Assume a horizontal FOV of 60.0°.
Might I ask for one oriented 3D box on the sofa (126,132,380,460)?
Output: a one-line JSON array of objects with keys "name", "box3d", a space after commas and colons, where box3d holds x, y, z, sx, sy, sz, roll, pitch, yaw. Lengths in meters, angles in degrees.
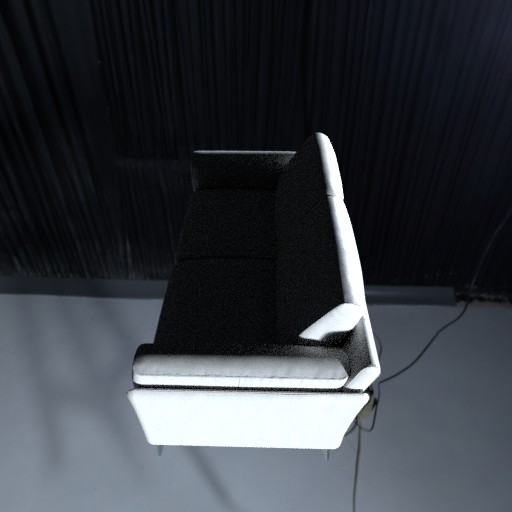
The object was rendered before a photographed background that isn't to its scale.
[{"name": "sofa", "box3d": [0.000, 0.000, 2.692, 1.049, 0.930, 2.101, 1, 40, 1]}]
